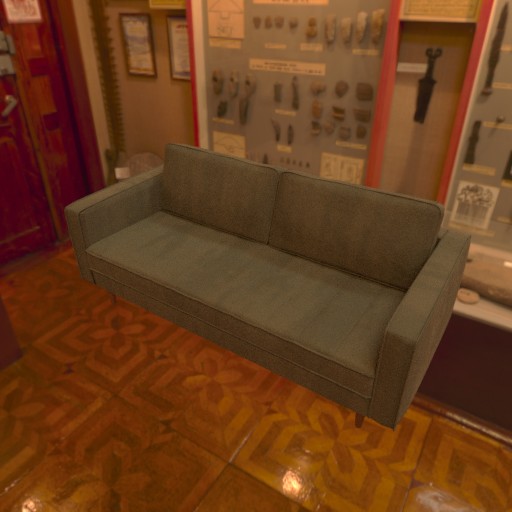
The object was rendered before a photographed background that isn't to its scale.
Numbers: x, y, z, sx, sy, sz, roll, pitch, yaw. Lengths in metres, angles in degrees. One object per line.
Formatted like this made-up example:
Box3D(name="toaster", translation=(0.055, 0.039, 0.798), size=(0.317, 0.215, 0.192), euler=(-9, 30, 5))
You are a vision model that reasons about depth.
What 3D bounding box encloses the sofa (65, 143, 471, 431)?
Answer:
Box3D(name="sofa", translation=(0.000, 0.000, 2.345), size=(1.920, 0.825, 0.924), euler=(19, 37, 28))
